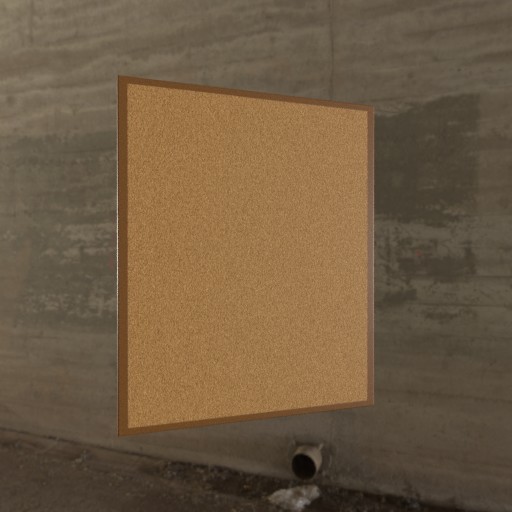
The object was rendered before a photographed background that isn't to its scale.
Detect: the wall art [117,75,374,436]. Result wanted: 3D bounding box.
[{"bbox_3d":[0.000,0.000,0.752,0.449,0.550,0.021,0,0,-18],"label":"wall art"}]
